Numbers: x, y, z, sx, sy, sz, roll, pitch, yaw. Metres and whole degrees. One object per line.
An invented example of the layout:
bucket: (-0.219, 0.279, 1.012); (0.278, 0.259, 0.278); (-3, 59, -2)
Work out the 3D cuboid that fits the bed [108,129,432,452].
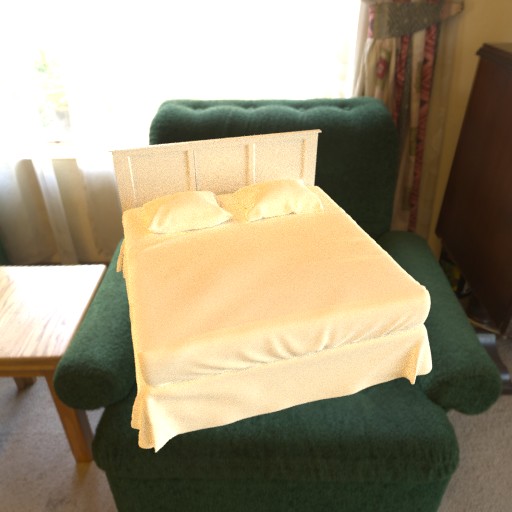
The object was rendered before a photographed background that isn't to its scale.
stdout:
bed: (0.000, 0.000, 3.597); (2.317, 1.273, 2.215); (-9, 34, -14)
